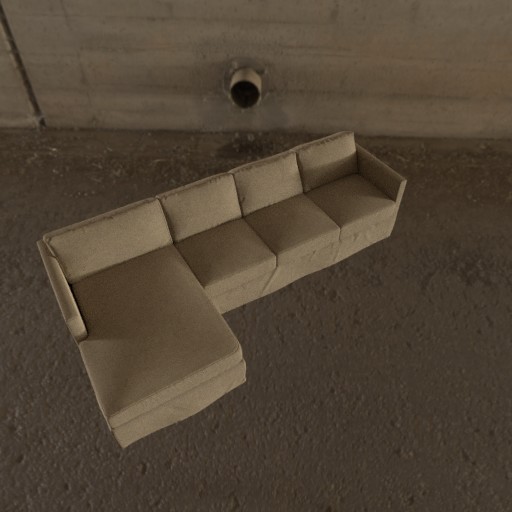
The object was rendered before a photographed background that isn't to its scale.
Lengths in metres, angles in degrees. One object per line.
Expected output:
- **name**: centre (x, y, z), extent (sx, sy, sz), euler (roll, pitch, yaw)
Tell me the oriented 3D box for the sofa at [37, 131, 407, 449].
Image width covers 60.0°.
- **sofa**: centre (0.000, 0.000, 3.835), extent (3.198, 0.920, 1.638), euler (-23, 50, -21)
